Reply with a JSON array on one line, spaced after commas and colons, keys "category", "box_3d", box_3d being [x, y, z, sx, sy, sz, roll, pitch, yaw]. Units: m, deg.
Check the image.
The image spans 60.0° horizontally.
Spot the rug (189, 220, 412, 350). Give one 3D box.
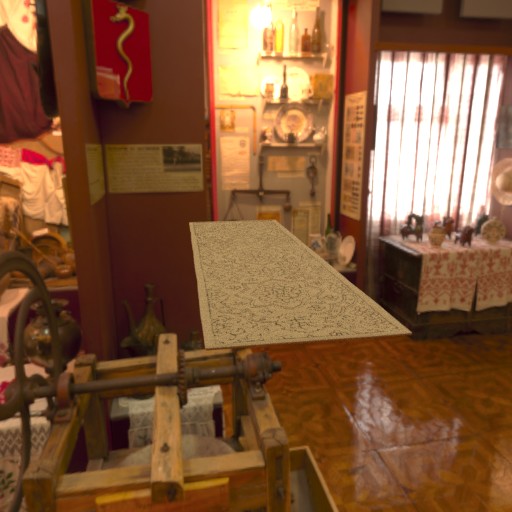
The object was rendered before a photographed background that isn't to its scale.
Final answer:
[{"category": "rug", "box_3d": [0.000, 0.000, 2.744, 0.769, 0.012, 2.448, -2, 15, -9]}]
